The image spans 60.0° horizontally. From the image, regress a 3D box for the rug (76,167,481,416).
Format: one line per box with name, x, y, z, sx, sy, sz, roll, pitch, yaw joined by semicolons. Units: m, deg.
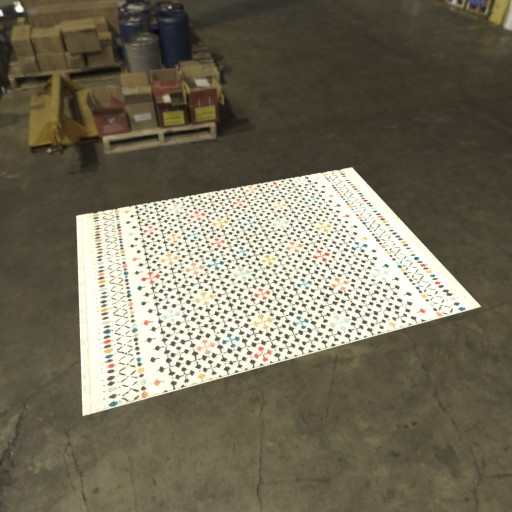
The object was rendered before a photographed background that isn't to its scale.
rug;0.000;0.000;2.032;1.556;0.006;1.146;-12;43;-13
